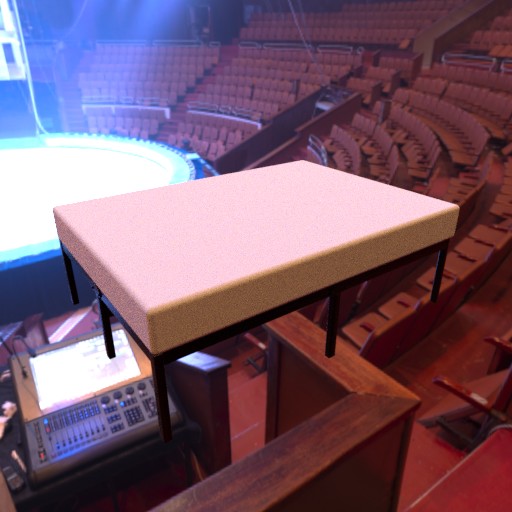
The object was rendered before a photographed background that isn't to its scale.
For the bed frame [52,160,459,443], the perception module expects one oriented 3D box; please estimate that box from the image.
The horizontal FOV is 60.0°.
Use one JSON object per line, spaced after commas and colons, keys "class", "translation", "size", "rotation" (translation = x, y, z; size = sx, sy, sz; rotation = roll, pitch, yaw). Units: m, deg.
{"class": "bed frame", "translation": [0.000, 0.000, 2.733], "size": [1.956, 0.659, 1.408], "rotation": [-17, 31, -32]}
